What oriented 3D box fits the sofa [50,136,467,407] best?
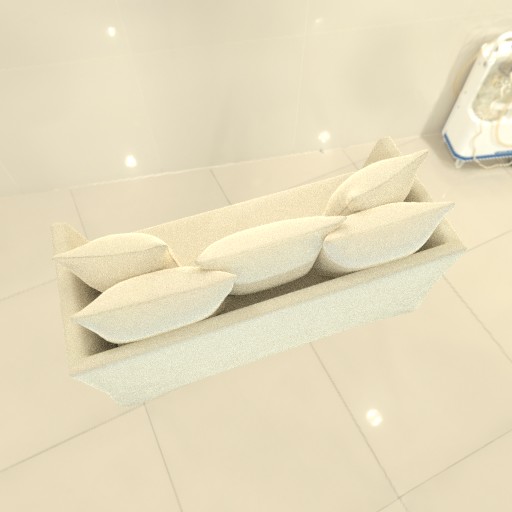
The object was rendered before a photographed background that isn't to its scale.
[{"bbox_3d":[0.000,0.000,2.803,2.290,1.034,1.031,-17,61,-10],"label":"sofa"}]
